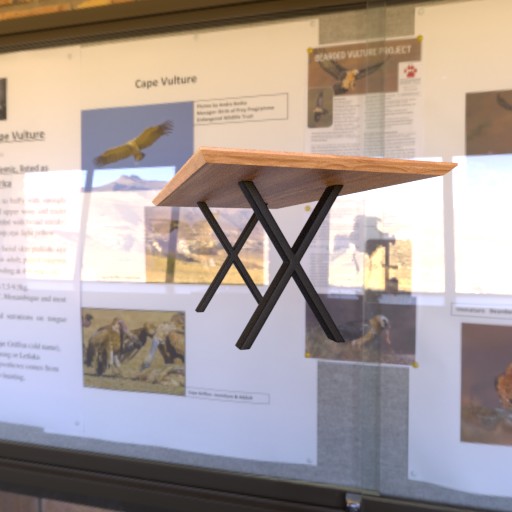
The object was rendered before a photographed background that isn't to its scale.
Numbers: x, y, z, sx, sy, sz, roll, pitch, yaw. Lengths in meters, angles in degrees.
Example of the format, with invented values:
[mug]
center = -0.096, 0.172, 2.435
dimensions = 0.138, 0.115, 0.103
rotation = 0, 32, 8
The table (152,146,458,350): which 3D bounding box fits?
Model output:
[table]
center = 0.000, 0.000, 2.520
dimensions = 1.000, 0.770, 2.000
rotation = -1, 2, -18
